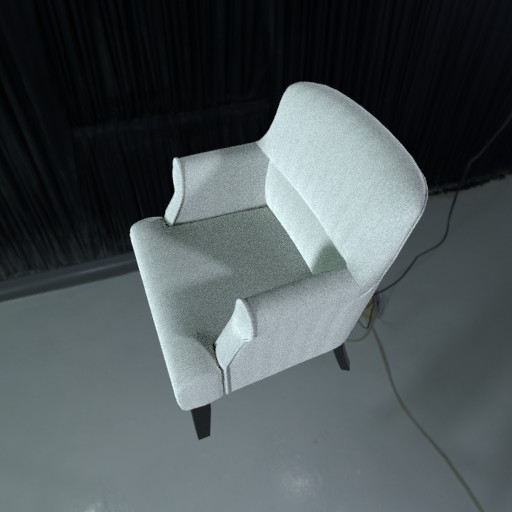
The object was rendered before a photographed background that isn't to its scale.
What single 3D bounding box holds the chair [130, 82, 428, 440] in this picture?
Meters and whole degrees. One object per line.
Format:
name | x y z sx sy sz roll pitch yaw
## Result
chair | 0.000 0.000 1.482 0.750 0.875 0.781 -16 48 -15
